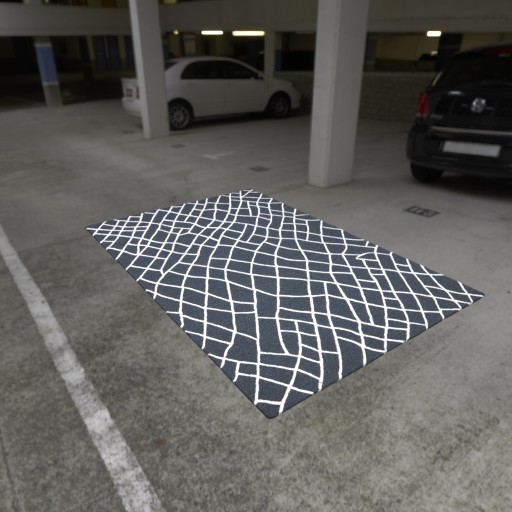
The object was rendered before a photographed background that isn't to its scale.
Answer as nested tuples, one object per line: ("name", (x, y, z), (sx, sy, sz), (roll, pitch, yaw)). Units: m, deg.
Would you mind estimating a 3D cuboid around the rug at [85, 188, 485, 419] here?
("rug", (0.000, 0.000, 2.321), (1.223, 0.013, 1.830), (-18, 32, -31))
